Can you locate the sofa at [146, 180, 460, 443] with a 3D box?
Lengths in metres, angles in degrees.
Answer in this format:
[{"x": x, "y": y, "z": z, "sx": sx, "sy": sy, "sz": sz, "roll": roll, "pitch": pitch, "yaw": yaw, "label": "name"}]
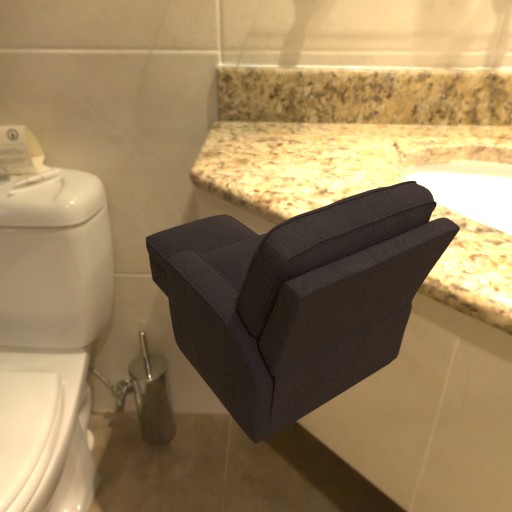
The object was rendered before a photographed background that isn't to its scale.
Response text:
[{"x": 0.000, "y": 0.000, "z": 2.085, "sx": 0.861, "sy": 0.959, "sz": 1.472, "roll": -20, "pitch": 36, "yaw": -29, "label": "sofa"}]
